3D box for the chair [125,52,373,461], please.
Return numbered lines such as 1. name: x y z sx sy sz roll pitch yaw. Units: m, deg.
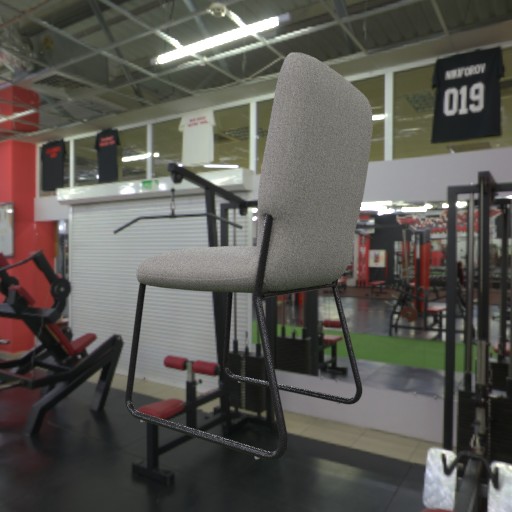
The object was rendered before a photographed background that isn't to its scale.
1. chair: 0.000 0.000 1.206 0.560 0.864 0.448 0 1 35
